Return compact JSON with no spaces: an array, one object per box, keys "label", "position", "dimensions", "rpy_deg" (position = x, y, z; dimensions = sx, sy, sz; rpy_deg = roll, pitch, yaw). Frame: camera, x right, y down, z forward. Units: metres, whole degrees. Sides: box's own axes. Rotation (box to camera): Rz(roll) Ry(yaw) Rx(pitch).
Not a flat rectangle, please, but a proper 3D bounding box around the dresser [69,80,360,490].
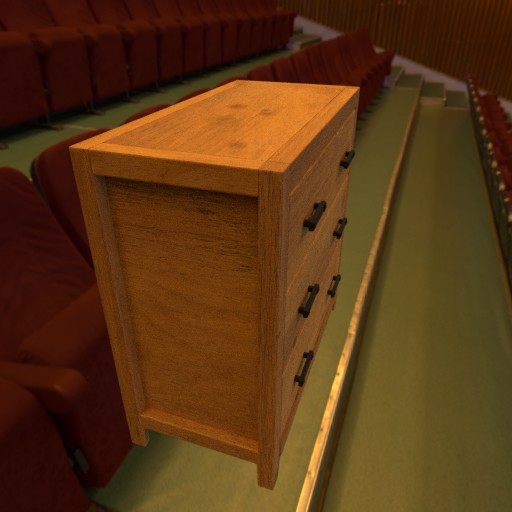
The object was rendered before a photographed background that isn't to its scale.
[{"label":"dresser","position":[0.000,0.000,1.253],"dimensions":[0.427,0.804,0.804],"rpy_deg":[10,32,17]}]
